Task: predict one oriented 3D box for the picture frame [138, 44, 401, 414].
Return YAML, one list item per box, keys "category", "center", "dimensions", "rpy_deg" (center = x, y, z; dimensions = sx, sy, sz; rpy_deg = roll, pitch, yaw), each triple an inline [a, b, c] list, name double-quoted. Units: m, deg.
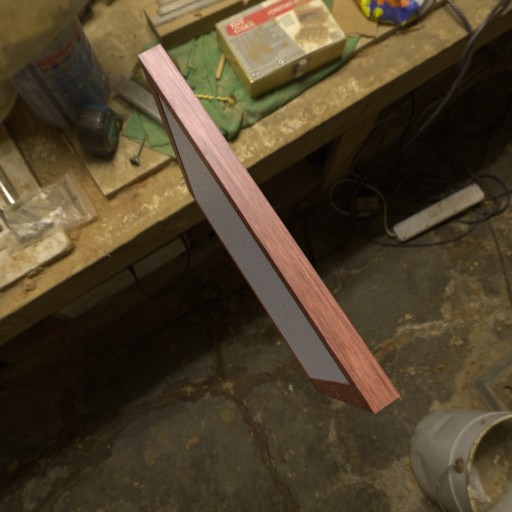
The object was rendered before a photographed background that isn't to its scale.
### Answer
- category: "picture frame"
  center: [0.000, 0.000, 0.542]
  dimensions: [0.025, 0.330, 0.381]
  rpy_deg: [-32, 78, -8]
